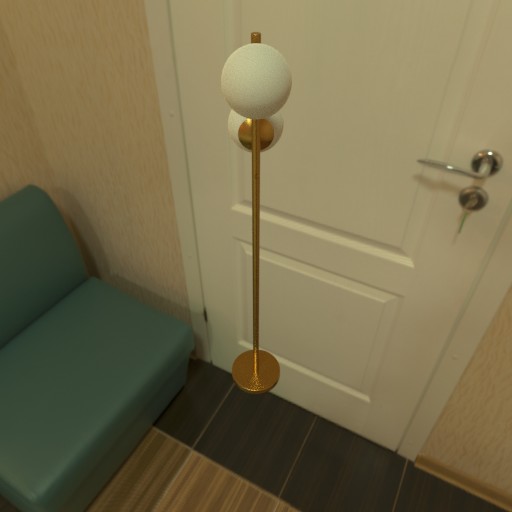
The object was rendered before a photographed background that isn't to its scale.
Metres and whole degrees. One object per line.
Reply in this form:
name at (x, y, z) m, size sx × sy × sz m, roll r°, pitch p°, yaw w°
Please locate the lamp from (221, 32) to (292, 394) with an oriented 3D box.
lamp at (0.000, 0.000, 1.756) m, size 0.249 × 1.641 × 0.419 m, roll 0°, pitch 42°, yaw 0°
